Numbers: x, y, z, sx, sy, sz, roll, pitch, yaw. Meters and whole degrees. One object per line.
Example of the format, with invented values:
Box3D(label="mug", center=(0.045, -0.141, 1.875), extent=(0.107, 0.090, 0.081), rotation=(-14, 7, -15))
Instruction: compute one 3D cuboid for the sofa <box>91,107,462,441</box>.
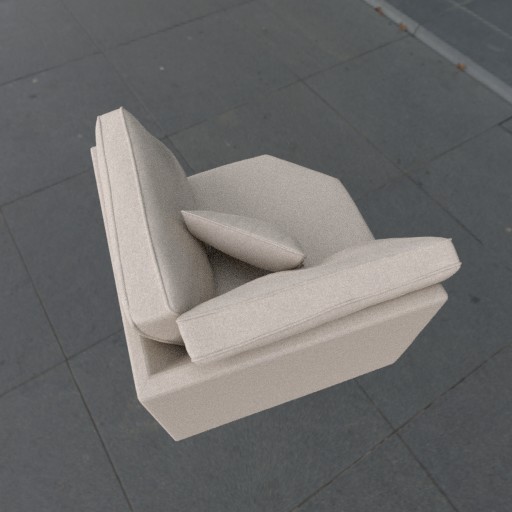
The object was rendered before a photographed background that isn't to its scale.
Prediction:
Box3D(label="sofa", center=(0.000, 0.000, 1.836), extent=(1.050, 0.937, 1.042), rotation=(-16, 60, -9))
